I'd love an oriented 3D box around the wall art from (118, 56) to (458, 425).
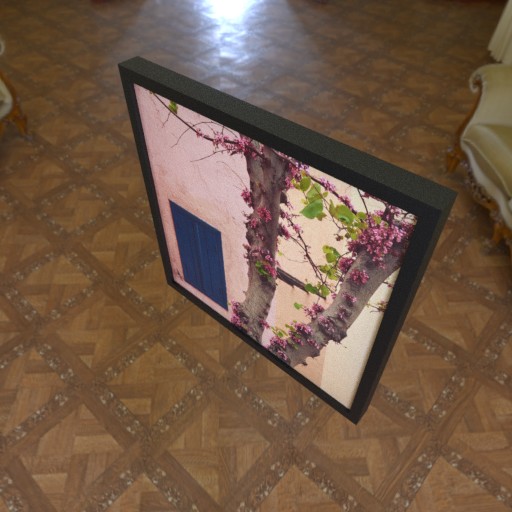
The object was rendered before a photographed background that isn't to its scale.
[{"bbox_3d":[0.000,0.000,0.737,0.508,0.508,0.038,32,54,27],"label":"wall art"}]
